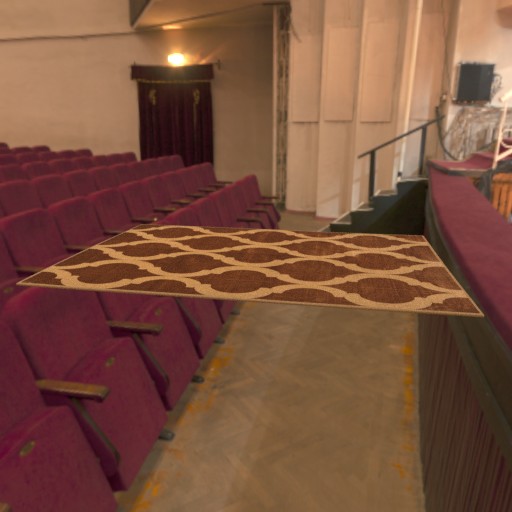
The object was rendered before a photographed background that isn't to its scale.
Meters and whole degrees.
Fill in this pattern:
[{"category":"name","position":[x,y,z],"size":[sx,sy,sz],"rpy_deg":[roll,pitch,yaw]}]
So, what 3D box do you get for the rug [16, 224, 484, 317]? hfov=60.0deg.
[{"category":"rug","position":[0.000,0.000,2.828],"size":[2.290,0.014,1.526],"rpy_deg":[3,16,10]}]
